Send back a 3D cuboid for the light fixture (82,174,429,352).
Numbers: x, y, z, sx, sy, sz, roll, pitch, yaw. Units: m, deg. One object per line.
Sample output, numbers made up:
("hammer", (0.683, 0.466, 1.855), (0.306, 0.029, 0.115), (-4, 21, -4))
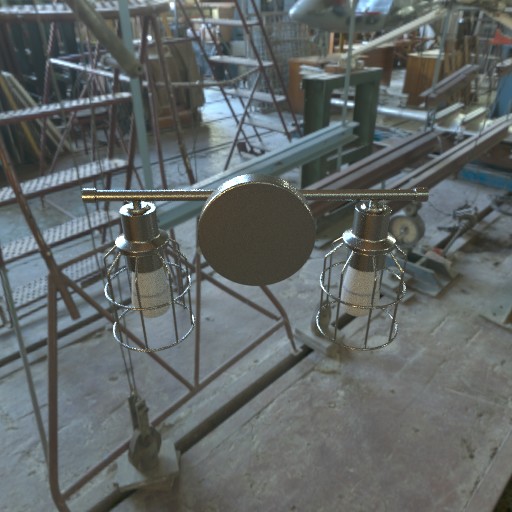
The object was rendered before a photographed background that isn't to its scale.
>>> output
("light fixture", (0.000, 0.000, 0.539), (0.406, 0.254, 0.165), (0, 30, 0))
